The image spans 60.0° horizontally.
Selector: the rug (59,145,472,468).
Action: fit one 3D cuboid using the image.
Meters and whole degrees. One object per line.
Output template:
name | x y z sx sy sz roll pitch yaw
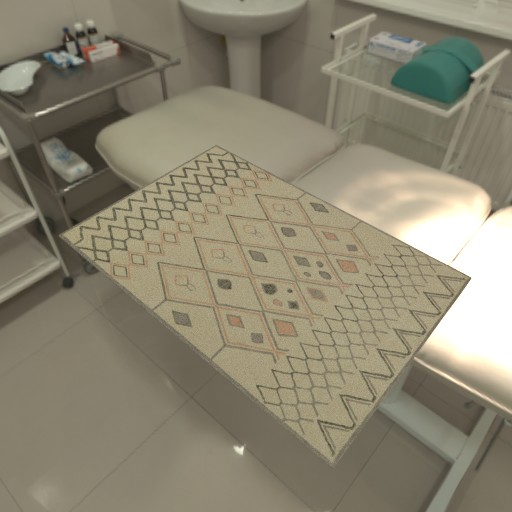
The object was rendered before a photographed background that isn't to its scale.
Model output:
rug | 0.000 0.000 2.334 1.829 0.016 1.219 33 54 28
